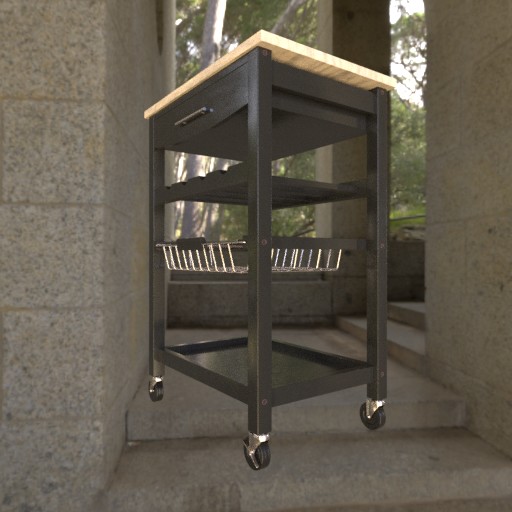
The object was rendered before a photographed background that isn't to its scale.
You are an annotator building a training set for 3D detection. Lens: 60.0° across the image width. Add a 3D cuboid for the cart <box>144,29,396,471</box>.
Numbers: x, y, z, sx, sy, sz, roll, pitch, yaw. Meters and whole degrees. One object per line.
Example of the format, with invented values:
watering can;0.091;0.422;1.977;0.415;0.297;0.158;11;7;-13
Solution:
cart;0.000;0.000;1.172;0.403;0.839;0.584;0;0;-36
